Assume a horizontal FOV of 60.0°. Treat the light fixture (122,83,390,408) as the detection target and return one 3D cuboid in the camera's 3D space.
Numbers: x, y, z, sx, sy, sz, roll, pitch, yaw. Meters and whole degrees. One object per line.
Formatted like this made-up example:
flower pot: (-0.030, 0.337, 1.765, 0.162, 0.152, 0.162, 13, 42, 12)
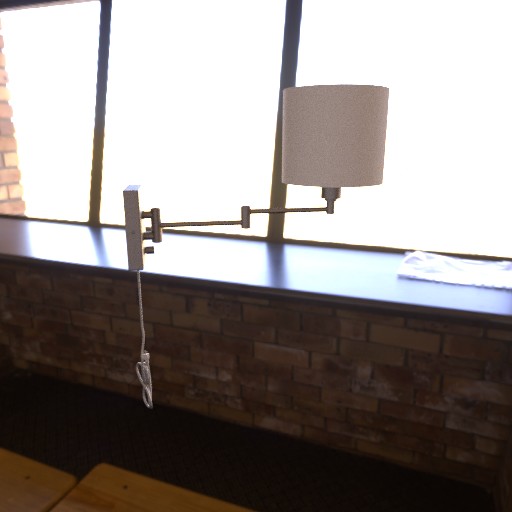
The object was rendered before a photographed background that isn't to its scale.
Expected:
light fixture: (0.000, 0.000, 0.916, 0.516, 0.651, 0.203, -3, 15, -10)
